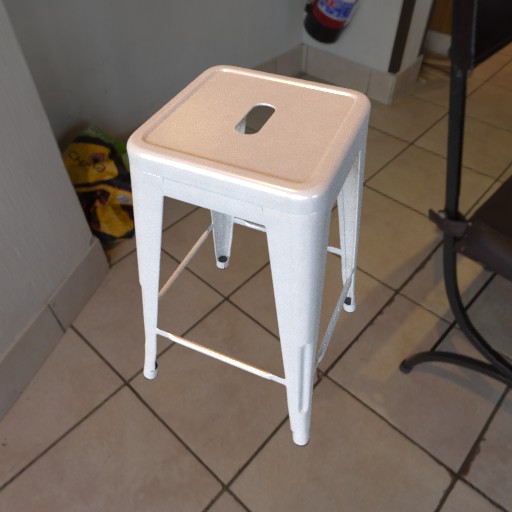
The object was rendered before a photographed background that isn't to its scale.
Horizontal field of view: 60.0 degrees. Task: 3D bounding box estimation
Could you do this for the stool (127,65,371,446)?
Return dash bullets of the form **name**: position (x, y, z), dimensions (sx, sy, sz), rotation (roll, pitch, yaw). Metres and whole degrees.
- **stool**: position (0.000, 0.000, 0.880), dimensions (0.406, 0.610, 0.406), rotation (18, 50, 16)
